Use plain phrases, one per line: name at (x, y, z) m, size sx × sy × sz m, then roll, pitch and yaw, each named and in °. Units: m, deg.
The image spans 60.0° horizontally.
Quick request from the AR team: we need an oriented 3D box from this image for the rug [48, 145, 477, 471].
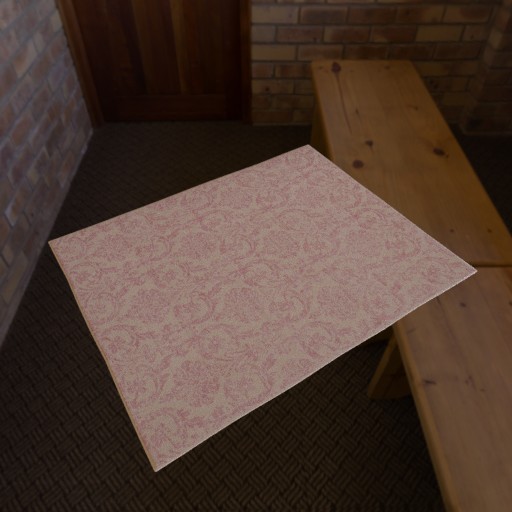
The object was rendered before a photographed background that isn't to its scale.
rug at (0.000, 0.000, 3.912) m, size 2.980 × 0.012 × 2.363 m, roll -25°, pitch 51°, yaw -22°
